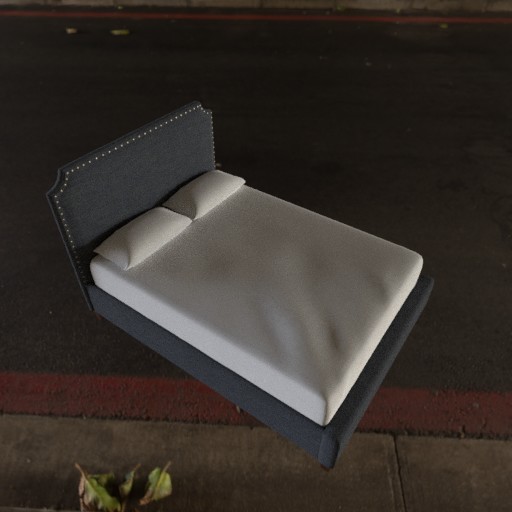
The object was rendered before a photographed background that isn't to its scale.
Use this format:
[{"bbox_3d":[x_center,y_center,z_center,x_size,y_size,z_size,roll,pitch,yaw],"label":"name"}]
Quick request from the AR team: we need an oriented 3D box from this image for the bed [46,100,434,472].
[{"bbox_3d":[0.000,0.000,3.418,2.372,1.443,1.713,25,47,26],"label":"bed"}]
